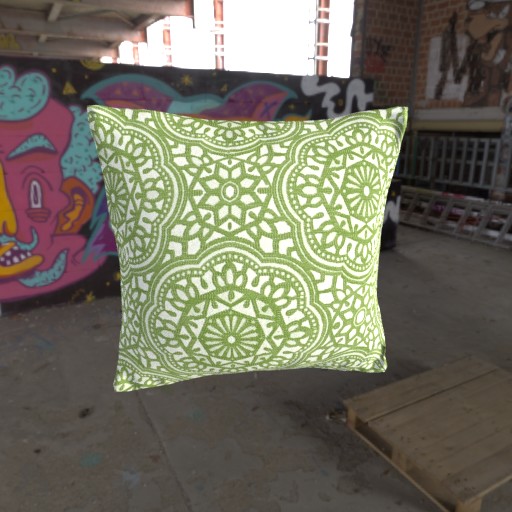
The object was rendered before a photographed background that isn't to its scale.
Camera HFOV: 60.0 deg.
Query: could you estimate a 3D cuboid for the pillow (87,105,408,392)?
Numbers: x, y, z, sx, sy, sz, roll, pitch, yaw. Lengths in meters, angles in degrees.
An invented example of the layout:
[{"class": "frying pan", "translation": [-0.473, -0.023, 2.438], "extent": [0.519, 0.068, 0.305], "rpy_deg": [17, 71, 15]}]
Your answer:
[{"class": "pillow", "translation": [0.000, 0.000, 0.651], "extent": [0.440, 0.419, 0.162], "rpy_deg": [-2, 16, -8]}]
